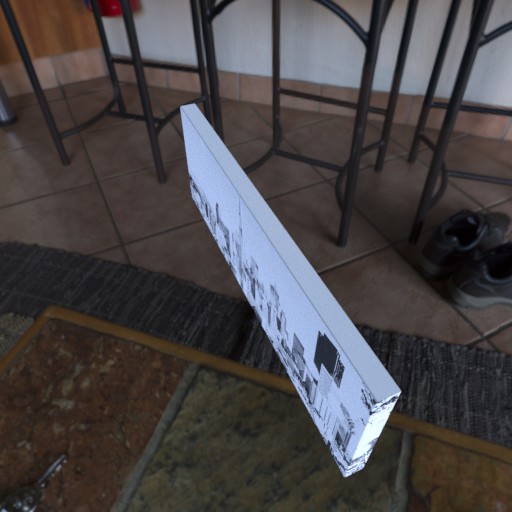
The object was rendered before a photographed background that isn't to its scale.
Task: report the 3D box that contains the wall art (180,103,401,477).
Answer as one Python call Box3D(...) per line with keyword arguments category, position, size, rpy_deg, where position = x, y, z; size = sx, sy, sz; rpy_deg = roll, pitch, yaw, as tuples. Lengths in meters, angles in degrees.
Box3D(category="wall art", position=(0.000, 0.000, 0.849), size=(0.036, 0.256, 0.766), rpy_deg=(-18, 49, -16))
